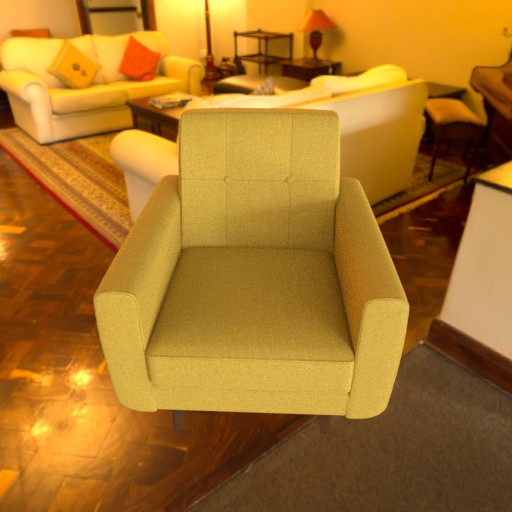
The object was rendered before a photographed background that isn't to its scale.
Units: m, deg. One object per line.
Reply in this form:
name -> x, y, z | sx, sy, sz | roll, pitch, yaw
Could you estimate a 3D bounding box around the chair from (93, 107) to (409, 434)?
chair -> 0.000, 0.000, 1.556 | 0.831, 0.841, 0.909 | 1, 31, 2
